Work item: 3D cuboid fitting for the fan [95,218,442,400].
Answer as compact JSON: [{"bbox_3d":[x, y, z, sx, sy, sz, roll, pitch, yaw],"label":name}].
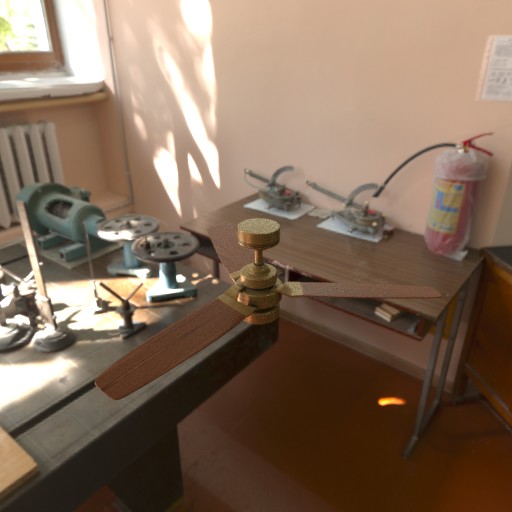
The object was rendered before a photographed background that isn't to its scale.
[{"bbox_3d":[0.000,0.000,2.029,1.416,0.425,1.271,-8,27,-16],"label":"fan"}]
